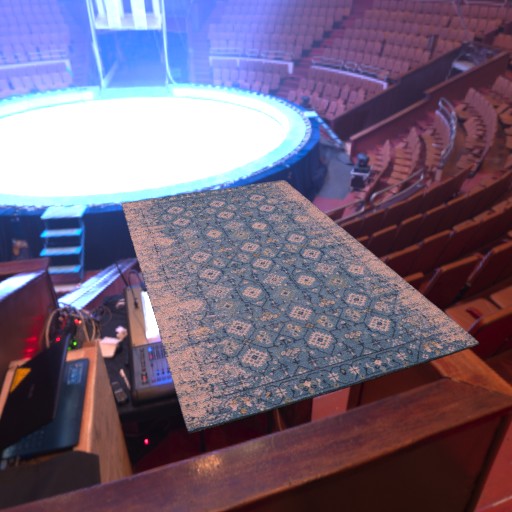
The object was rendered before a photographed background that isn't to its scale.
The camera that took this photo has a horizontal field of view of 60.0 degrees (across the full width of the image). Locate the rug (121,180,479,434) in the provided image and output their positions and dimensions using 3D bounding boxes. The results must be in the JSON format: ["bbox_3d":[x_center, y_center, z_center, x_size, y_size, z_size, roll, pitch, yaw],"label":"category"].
[{"bbox_3d":[0.000,0.000,2.183,1.102,0.008,1.795,-11,32,-18],"label":"rug"}]
